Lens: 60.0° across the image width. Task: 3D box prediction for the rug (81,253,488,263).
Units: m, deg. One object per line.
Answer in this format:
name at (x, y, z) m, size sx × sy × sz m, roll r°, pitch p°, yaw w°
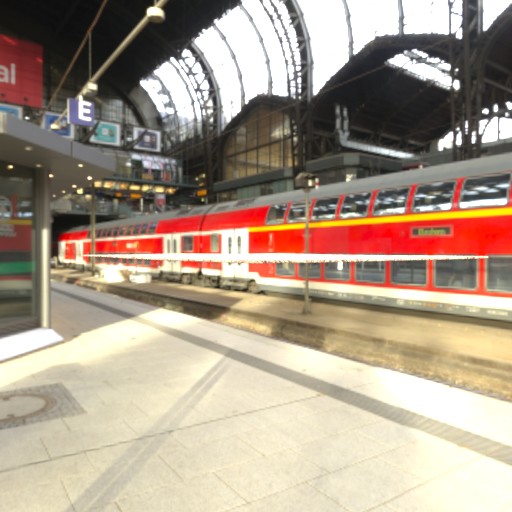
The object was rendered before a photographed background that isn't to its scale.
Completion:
rug at (0.000, 0.000, 4.248) m, size 2.436 × 0.024 × 3.226 m, roll -1°, pitch 1°, yaw -36°
